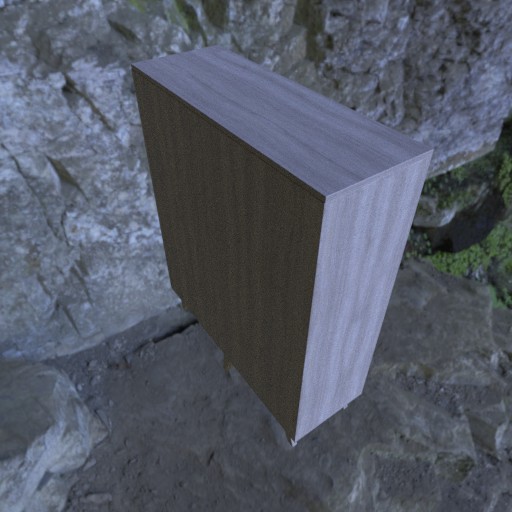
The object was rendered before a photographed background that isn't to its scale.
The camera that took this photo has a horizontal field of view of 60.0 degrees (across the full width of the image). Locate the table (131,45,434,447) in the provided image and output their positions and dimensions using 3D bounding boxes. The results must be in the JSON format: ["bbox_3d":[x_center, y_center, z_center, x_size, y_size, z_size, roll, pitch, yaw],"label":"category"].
[{"bbox_3d":[0.000,0.000,1.920,0.398,1.388,1.111,-26,48,-26],"label":"table"}]
